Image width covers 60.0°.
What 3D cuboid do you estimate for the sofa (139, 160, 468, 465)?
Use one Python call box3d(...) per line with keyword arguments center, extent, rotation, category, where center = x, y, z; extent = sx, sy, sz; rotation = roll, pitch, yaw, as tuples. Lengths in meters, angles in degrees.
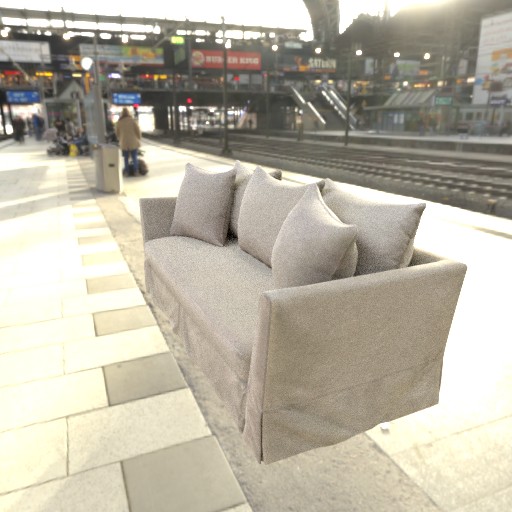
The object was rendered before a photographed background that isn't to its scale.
box3d(center=(0.000, 0.000, 2.767), extent=(1.031, 1.034, 2.290), rotation=(-8, 19, -24), category="sofa")
